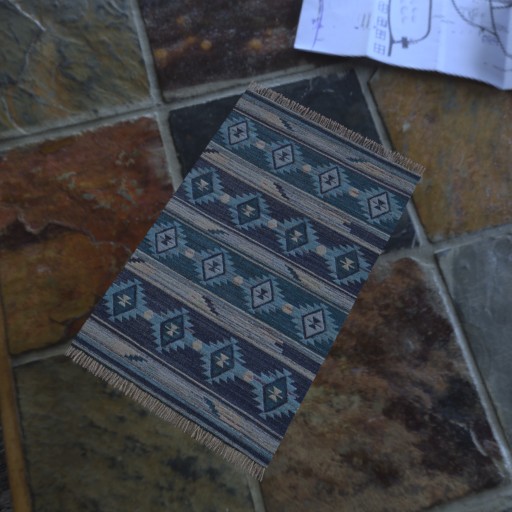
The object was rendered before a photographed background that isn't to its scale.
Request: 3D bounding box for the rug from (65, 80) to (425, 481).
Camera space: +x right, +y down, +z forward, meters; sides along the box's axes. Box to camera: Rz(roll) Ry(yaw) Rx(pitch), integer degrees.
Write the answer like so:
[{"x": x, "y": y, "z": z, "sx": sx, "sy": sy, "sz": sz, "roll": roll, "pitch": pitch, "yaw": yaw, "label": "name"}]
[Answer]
[{"x": 0.000, "y": 0.000, "z": 2.433, "sx": 1.181, "sy": 0.028, "sz": 1.936, "roll": 30, "pitch": 76, "yaw": 8, "label": "rug"}]
